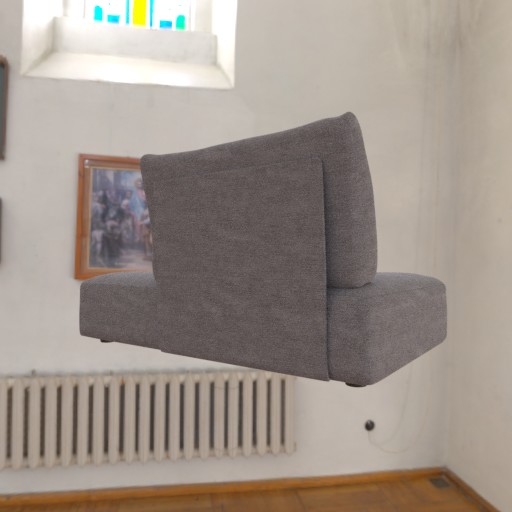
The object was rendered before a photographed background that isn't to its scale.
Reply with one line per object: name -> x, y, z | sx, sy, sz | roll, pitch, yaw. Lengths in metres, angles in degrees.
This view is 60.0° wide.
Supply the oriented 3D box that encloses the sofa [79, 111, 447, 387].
sofa -> 0.000, 0.000, 2.037 | 1.450, 0.820, 1.002 | 0, 0, 36
